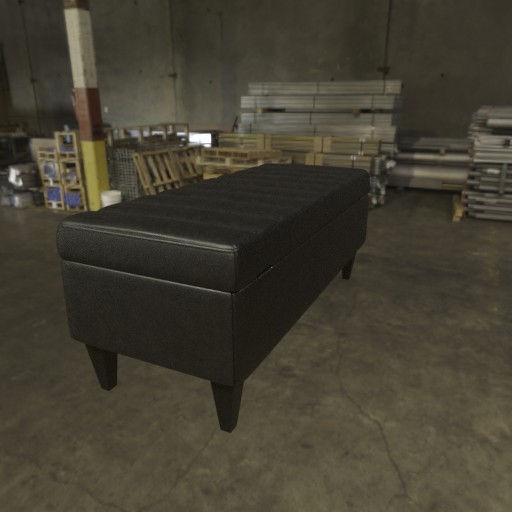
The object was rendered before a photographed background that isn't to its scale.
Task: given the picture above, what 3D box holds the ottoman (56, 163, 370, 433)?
[{"bbox_3d":[0.000,0.000,1.449,0.482,0.469,1.151,9,21,24],"label":"ottoman"}]
